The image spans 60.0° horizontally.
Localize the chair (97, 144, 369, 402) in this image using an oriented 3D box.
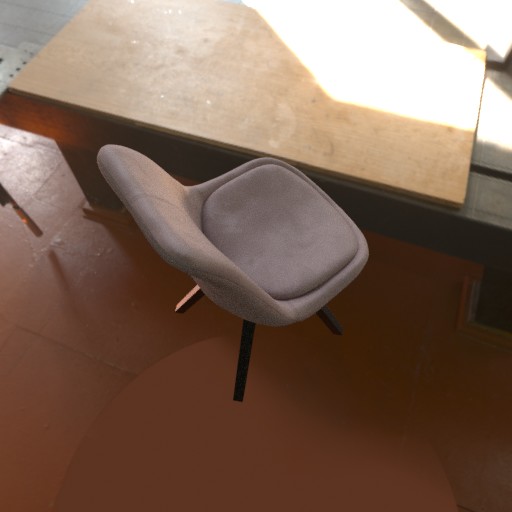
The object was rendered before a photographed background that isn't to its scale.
[{"bbox_3d":[0.000,0.000,1.199,0.547,0.865,0.483,-31,63,-17],"label":"chair"}]
